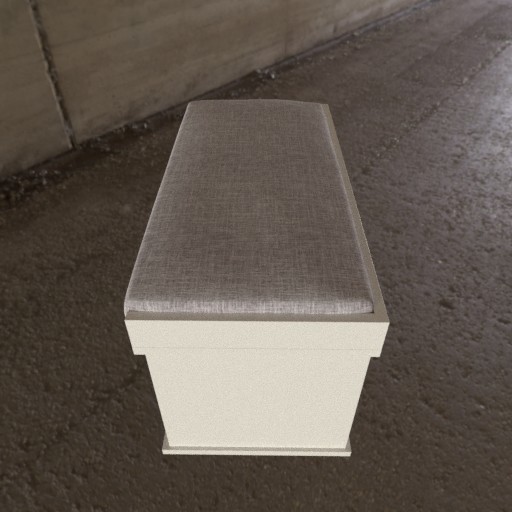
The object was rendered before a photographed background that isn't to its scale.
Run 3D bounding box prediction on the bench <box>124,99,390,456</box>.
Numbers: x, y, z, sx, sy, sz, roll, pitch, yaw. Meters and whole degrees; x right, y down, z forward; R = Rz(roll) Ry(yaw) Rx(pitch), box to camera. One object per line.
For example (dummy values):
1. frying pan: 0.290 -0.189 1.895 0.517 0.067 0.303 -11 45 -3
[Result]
1. bench: 0.000 0.000 0.995 0.362 0.461 0.734 0 41 1
